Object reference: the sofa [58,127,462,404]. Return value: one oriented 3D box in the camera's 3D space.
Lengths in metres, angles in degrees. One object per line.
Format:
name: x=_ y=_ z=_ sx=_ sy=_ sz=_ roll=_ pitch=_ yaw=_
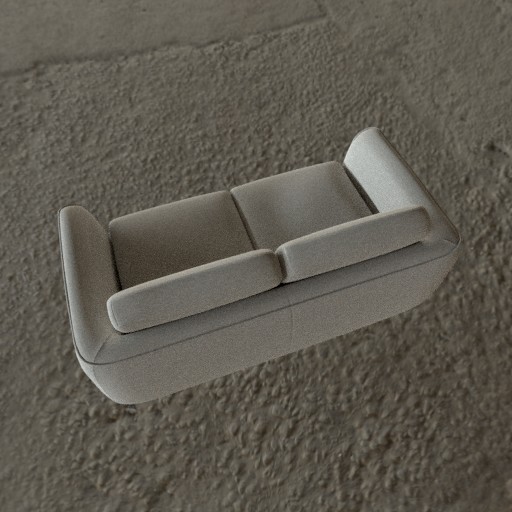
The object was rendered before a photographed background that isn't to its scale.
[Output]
sofa: x=0.000 y=0.000 z=2.150 sx=1.700 sy=0.850 sz=0.920 roll=-17 pitch=58 yaw=-11
